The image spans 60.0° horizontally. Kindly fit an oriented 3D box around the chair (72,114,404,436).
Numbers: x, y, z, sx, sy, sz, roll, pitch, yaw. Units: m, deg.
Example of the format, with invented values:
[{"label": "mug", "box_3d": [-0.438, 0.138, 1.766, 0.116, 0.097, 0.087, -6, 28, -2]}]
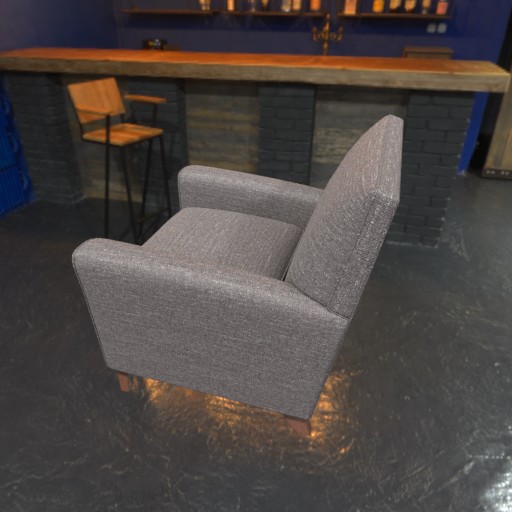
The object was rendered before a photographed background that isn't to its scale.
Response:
[{"label": "chair", "box_3d": [0.000, 0.000, 1.591, 0.875, 0.885, 0.838, 9, 31, 14]}]
